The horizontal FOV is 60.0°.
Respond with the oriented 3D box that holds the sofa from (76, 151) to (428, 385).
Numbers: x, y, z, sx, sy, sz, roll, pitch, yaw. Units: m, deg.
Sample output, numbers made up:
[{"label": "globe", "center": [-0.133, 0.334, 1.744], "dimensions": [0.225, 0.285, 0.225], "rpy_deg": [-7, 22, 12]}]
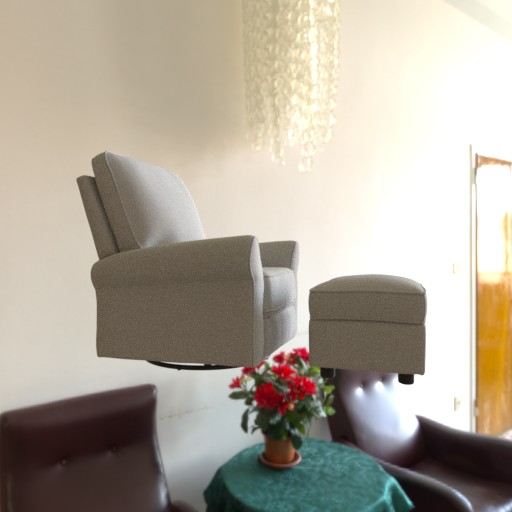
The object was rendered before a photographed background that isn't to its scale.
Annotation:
[{"label": "sofa", "center": [0.000, 0.000, 2.074], "dimensions": [1.478, 0.959, 0.880], "rpy_deg": [0, 0, 18]}]
